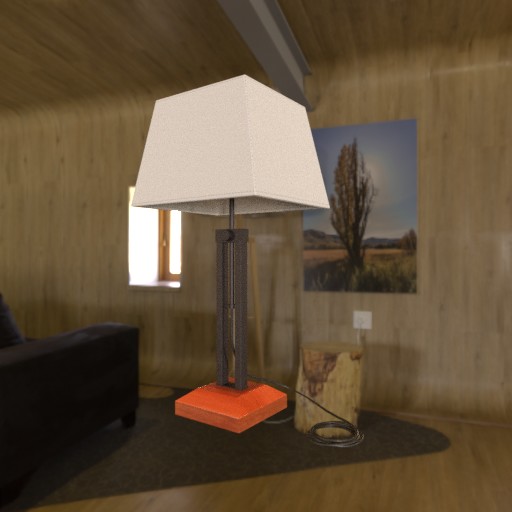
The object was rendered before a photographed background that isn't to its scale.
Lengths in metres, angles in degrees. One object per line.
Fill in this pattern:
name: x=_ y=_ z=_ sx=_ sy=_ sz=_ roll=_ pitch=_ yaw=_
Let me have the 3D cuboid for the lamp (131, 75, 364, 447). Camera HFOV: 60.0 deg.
lamp: x=0.000 y=0.000 z=1.010 sx=0.498 sy=0.737 sz=0.310 roll=0 pitch=1 yaw=36
